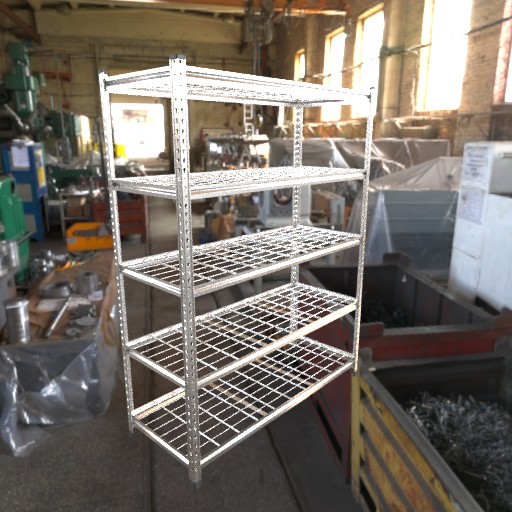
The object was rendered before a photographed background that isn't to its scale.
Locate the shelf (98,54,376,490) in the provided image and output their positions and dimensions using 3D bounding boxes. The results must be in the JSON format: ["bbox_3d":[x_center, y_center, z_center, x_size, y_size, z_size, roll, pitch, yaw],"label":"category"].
[{"bbox_3d":[0.000,0.000,2.660,0.610,1.981,1.524,14,20,42],"label":"shelf"}]
